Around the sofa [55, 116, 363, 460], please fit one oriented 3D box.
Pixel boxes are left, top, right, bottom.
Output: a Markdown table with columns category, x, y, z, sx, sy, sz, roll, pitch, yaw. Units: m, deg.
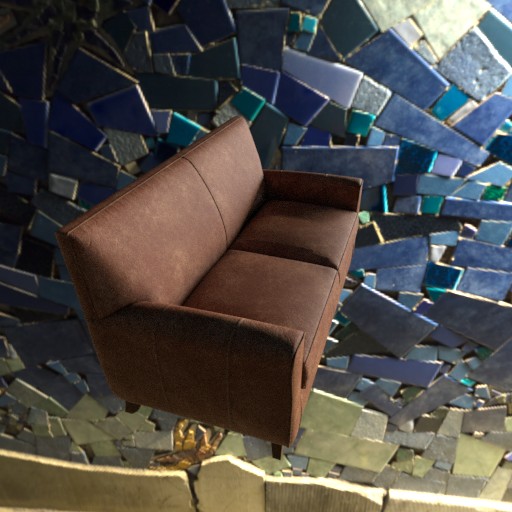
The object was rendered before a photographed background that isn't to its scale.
| category | x | y | z | sx | sy | sz | roll | pitch | yaw |
| --- | --- | --- | --- | --- | --- | --- | --- | --- | --- |
| sofa | 0.000 | 0.000 | 2.037 | 0.787 | 0.871 | 1.473 | 10 | 33 | 16 |
